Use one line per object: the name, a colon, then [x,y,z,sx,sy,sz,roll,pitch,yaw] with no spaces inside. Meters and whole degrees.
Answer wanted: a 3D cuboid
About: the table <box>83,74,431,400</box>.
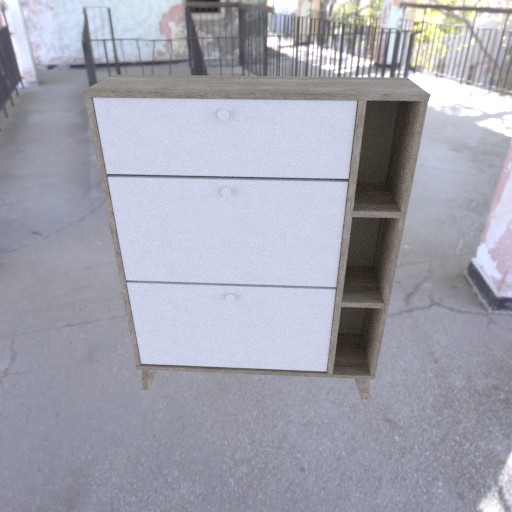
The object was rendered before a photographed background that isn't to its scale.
table: [0.000,0.000,1.544,0.902,1.135,0.256,2,31,3]
